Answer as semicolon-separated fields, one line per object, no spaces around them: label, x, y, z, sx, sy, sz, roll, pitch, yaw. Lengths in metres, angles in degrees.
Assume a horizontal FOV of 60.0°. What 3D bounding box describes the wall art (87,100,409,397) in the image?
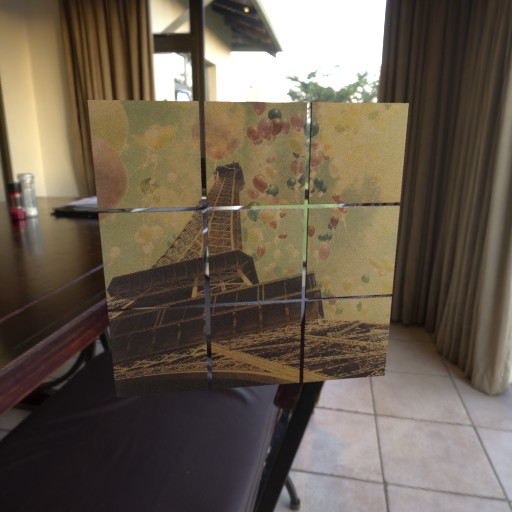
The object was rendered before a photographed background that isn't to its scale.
wall art;0.000;0.000;1.892;1.256;1.246;0.017;-2;16;-8
